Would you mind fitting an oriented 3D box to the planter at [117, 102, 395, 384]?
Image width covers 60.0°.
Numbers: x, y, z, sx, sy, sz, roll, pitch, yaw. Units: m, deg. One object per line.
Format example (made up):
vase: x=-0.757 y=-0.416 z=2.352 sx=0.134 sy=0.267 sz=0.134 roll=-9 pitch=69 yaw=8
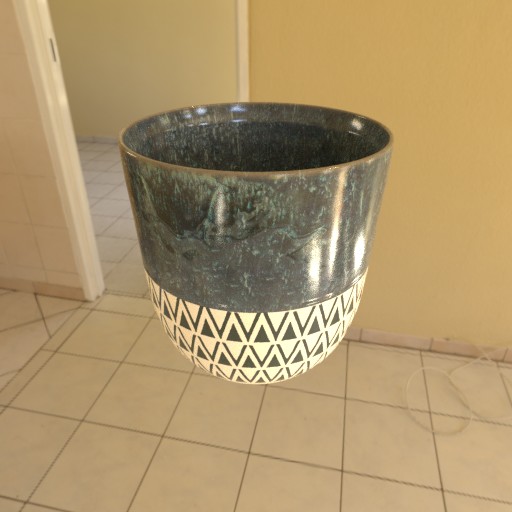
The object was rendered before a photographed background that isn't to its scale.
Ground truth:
planter: x=0.000 y=0.000 z=0.375 sx=0.195 sy=0.214 sz=0.195 roll=0 pitch=30 yaw=0
